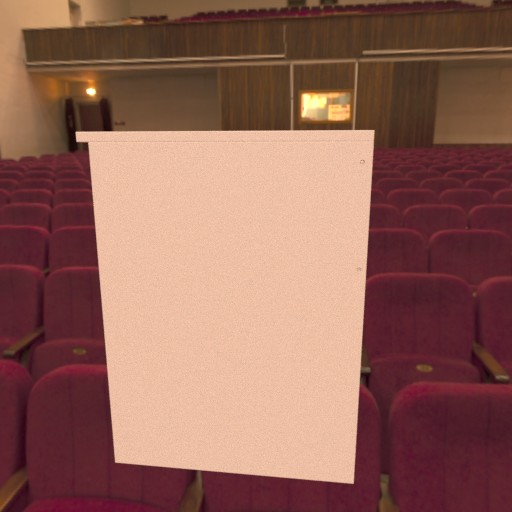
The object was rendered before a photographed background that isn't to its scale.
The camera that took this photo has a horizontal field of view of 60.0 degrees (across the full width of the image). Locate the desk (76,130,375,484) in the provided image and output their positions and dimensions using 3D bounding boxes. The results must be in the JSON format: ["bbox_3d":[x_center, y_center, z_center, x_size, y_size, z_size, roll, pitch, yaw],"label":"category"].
[{"bbox_3d":[0.000,0.000,1.431,0.560,0.730,1.100,2,13,7],"label":"desk"}]
